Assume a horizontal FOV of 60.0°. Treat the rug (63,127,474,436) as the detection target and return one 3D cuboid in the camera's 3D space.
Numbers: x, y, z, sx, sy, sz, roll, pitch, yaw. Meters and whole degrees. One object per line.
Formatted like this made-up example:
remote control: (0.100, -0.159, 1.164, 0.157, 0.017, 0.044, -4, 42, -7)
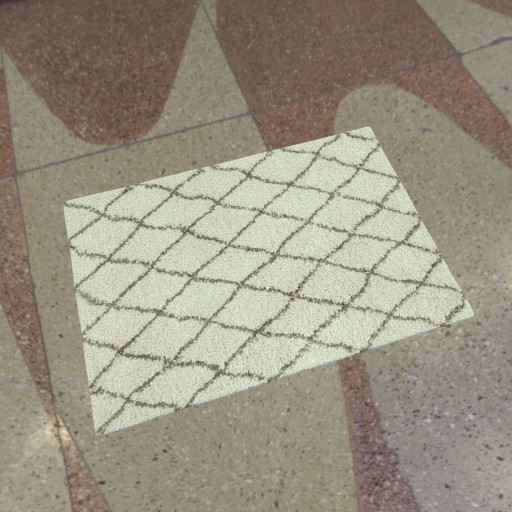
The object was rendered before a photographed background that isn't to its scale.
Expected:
rug: (0.000, 0.000, 2.225, 1.778, 0.030, 1.219, -16, 65, -8)
